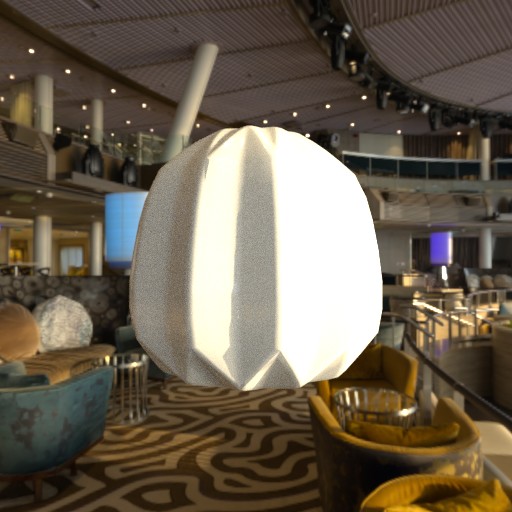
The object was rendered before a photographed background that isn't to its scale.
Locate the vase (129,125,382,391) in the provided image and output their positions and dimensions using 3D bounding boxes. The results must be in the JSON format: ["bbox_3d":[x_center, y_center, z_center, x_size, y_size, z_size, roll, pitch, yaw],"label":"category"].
[{"bbox_3d":[0.000,0.000,0.253,0.139,0.134,0.139,0,-1,0],"label":"vase"}]
